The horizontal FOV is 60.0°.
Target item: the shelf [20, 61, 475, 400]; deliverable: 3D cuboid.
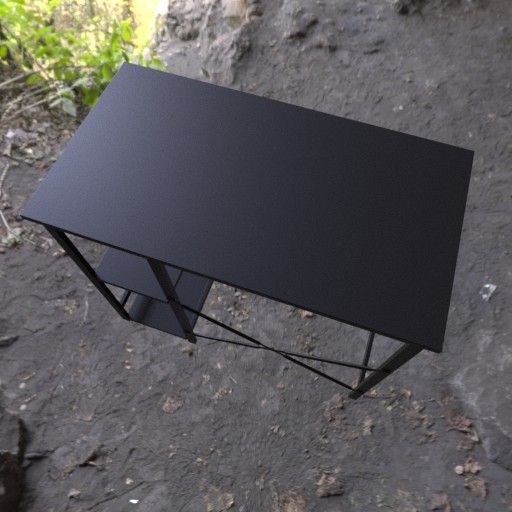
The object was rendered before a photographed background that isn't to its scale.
[{"bbox_3d":[0.000,0.000,1.325,0.902,0.749,0.498,17,65,8],"label":"shelf"}]
